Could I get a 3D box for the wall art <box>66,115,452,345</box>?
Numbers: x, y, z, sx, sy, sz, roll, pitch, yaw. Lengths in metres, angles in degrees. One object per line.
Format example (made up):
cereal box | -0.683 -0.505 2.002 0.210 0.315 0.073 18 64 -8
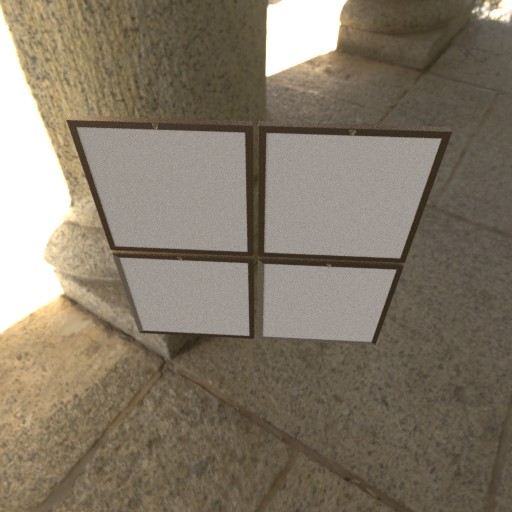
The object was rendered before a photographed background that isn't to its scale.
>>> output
wall art | 0.000 0.000 1.563 1.032 1.032 0.030 3 47 2
